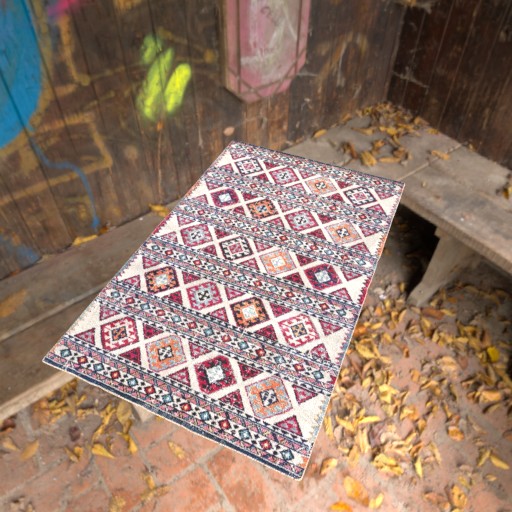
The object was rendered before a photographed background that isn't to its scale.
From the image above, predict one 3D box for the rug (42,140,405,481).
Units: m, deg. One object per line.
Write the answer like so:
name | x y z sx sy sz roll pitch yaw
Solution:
rug | 0.000 0.000 3.014 1.545 0.010 2.440 18 50 16
